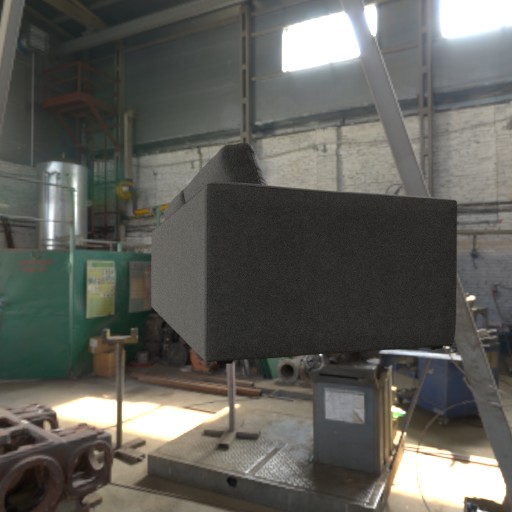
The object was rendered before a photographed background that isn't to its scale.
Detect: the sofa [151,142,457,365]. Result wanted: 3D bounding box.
[{"bbox_3d":[0.000,0.000,2.758,1.092,0.838,2.257,0,-1,-18],"label":"sofa"}]
